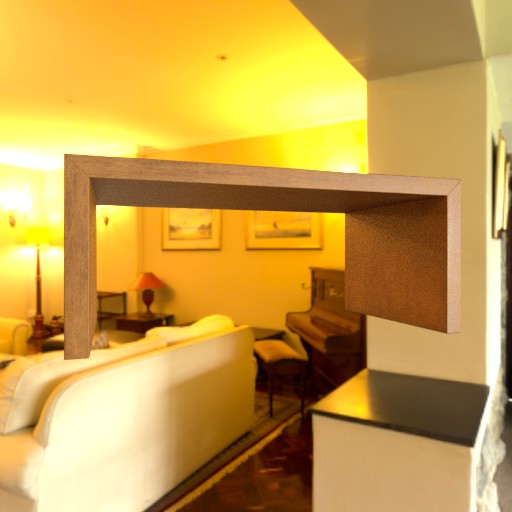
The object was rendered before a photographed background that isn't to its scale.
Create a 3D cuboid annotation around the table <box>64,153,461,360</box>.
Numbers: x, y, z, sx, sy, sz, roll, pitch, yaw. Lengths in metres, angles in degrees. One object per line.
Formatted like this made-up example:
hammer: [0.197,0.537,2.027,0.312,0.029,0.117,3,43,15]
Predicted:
table: [0.000,0.000,1.313,1.000,0.419,0.549,0,0,-18]
